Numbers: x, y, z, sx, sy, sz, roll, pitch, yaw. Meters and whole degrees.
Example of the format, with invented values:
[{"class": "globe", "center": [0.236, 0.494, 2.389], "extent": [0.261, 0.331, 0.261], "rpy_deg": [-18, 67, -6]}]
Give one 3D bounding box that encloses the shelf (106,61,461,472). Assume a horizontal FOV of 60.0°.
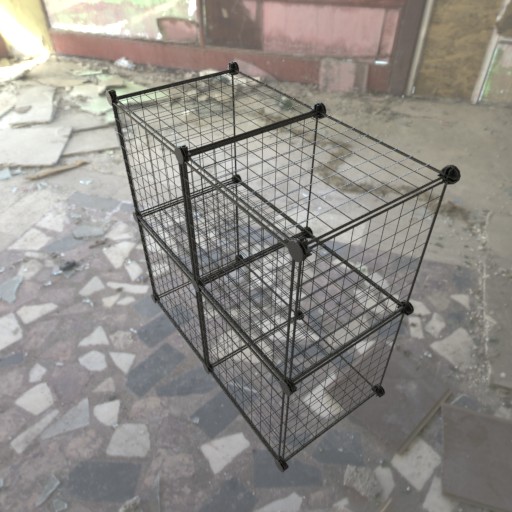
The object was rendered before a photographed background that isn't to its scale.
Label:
[{"class": "shelf", "center": [0.000, 0.000, 1.126], "extent": [0.356, 0.711, 0.711], "rpy_deg": [-25, 47, -26]}]
